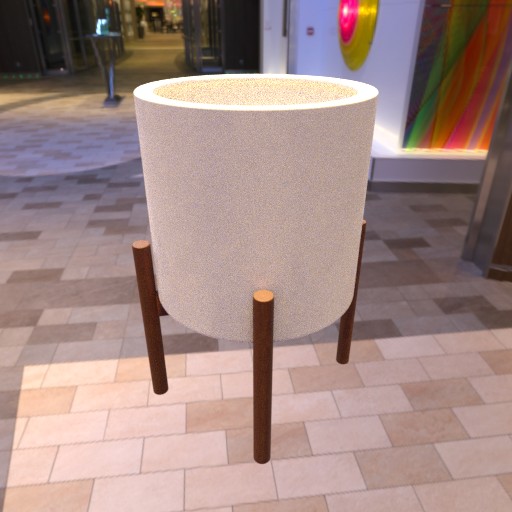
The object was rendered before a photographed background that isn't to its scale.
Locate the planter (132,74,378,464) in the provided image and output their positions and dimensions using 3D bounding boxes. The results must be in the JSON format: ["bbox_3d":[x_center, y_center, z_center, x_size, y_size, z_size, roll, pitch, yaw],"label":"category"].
[{"bbox_3d":[0.000,0.000,0.934,0.417,0.670,0.417,19,34,32],"label":"planter"}]
